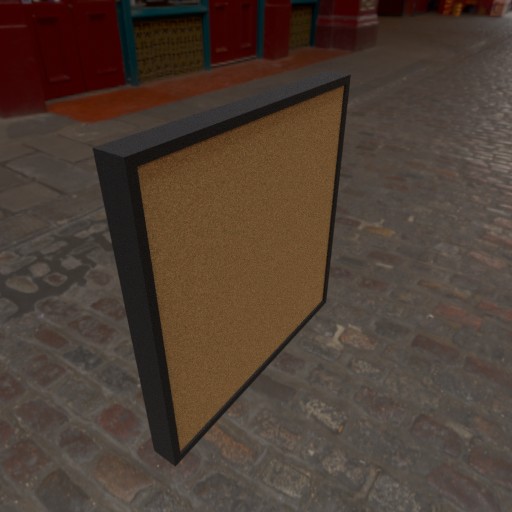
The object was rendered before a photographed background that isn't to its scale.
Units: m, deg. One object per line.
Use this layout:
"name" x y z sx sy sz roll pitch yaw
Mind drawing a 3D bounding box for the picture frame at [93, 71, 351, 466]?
"picture frame" 0.000 0.000 0.468 0.030 0.317 0.317 21 38 29
